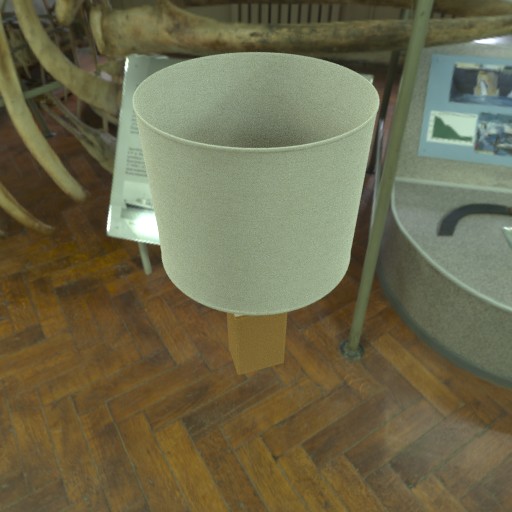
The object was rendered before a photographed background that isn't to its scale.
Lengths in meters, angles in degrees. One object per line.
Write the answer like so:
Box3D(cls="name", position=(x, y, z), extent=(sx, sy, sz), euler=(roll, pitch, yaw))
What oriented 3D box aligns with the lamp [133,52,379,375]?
Box3D(cls="lamp", position=(0.000, 0.000, 0.557), extent=(0.229, 0.417, 0.229), euler=(-12, 43, -13))
